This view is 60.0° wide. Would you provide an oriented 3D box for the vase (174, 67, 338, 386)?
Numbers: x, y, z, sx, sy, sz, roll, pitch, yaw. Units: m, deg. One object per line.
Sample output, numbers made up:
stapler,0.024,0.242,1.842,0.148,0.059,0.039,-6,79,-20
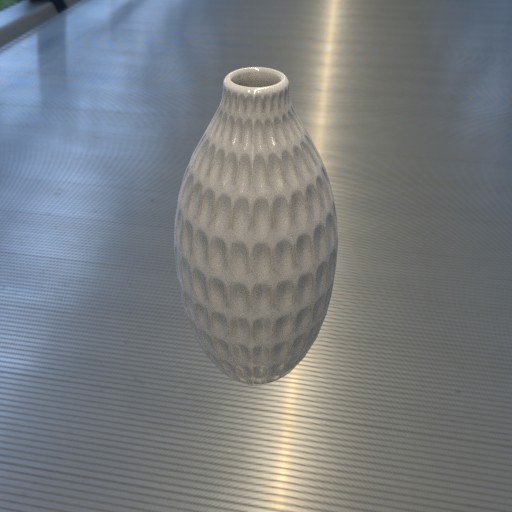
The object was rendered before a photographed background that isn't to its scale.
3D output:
vase,0.000,0.000,0.354,0.127,0.282,0.127,0,42,0
